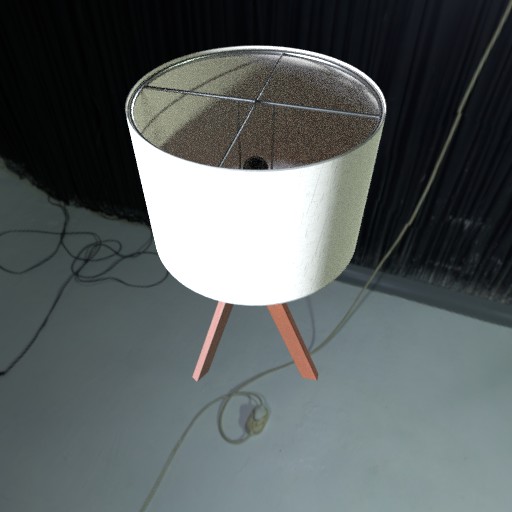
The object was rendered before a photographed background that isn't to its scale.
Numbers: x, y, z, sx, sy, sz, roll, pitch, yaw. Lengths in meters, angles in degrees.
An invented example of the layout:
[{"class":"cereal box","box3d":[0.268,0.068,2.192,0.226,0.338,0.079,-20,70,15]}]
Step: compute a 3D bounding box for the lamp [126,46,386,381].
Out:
[{"class":"lamp","box3d":[0.000,0.000,0.904,0.380,0.686,0.380,11,47,10]}]
